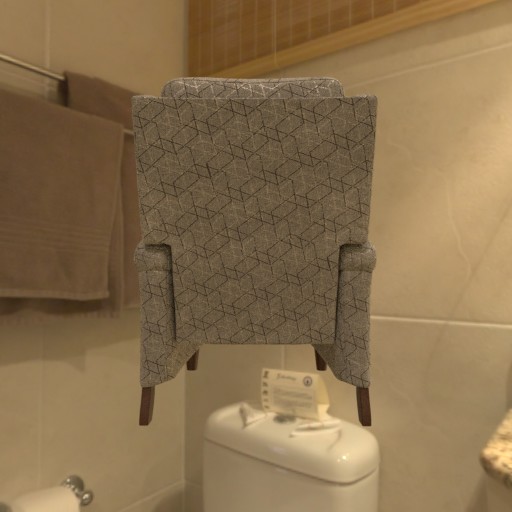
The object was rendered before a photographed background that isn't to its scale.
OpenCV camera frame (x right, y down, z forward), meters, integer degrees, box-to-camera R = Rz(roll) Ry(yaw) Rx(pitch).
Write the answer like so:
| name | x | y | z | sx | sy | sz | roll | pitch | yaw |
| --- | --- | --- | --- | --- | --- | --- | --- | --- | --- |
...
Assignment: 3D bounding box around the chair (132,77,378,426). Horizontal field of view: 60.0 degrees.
| name | x | y | z | sx | sy | sz | roll | pitch | yaw |
| --- | --- | --- | --- | --- | --- | --- | --- | --- | --- |
| chair | 0.000 | 0.000 | 1.683 | 0.753 | 1.048 | 0.987 | 0 | -2 | 0 |
